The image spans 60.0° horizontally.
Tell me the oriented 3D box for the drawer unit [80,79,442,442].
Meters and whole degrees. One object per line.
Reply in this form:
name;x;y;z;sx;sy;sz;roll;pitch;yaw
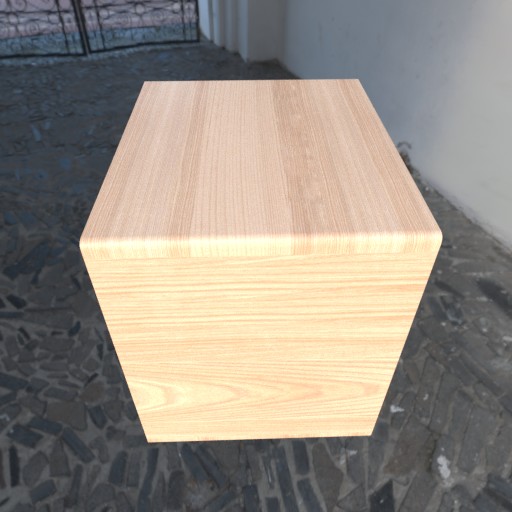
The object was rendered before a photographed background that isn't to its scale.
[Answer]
drawer unit;0.000;0.000;0.594;0.290;0.344;0.344;-1;42;-1
